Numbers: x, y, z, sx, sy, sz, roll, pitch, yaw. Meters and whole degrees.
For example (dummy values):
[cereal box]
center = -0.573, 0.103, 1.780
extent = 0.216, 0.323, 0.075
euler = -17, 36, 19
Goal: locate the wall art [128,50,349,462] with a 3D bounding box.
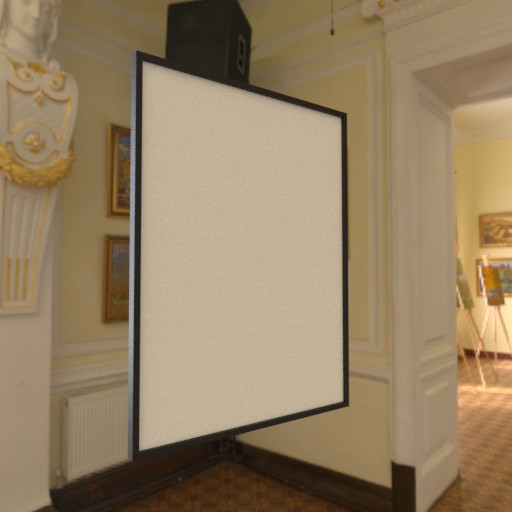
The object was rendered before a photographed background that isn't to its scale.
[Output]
[wall art]
center = 0.000, 0.000, 1.399
extent = 0.802, 1.070, 0.036
euler = 1, -2, -36
